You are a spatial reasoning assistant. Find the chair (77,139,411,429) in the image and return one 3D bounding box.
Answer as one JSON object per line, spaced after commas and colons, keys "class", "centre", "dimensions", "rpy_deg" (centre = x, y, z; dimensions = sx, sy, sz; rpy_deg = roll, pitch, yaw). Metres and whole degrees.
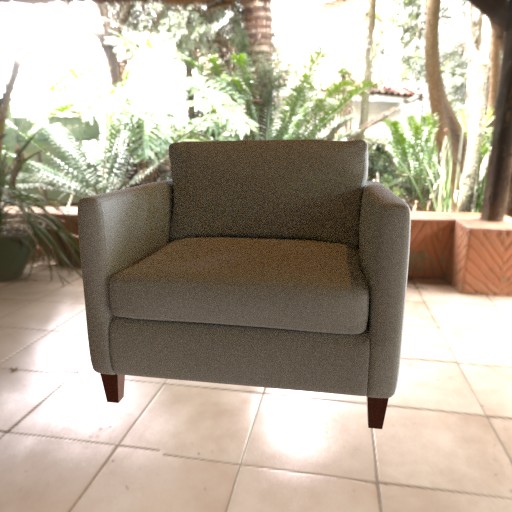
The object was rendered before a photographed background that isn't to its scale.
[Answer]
{"class": "chair", "centre": [0.000, 0.000, 1.871], "dimensions": [1.107, 0.961, 0.953], "rpy_deg": [2, 14, 9]}
